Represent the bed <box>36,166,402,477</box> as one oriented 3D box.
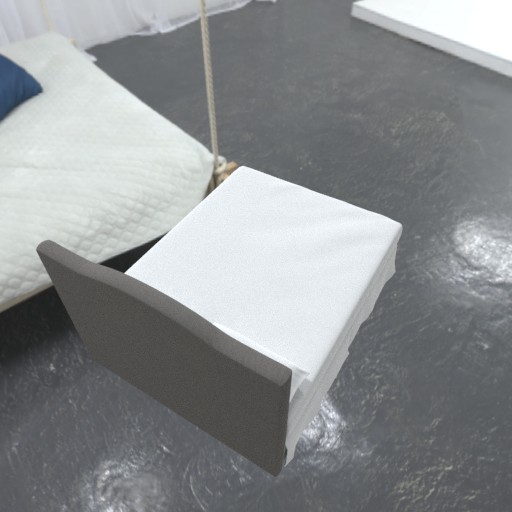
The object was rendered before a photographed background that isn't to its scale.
[{"bbox_3d":[0.000,0.000,3.454,1.821,1.436,2.282,24,51,21],"label":"bed"}]
